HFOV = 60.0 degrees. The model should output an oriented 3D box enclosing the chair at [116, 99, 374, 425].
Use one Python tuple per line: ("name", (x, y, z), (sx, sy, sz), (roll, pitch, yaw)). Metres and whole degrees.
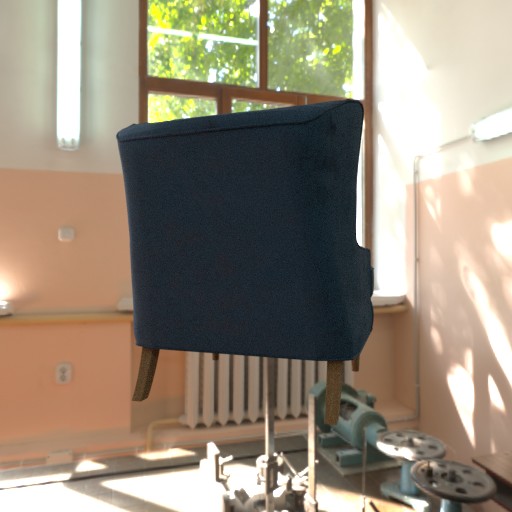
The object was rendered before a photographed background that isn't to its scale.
("chair", (0.000, 0.000, 1.617), (0.793, 0.952, 0.910), (0, -1, 19))
